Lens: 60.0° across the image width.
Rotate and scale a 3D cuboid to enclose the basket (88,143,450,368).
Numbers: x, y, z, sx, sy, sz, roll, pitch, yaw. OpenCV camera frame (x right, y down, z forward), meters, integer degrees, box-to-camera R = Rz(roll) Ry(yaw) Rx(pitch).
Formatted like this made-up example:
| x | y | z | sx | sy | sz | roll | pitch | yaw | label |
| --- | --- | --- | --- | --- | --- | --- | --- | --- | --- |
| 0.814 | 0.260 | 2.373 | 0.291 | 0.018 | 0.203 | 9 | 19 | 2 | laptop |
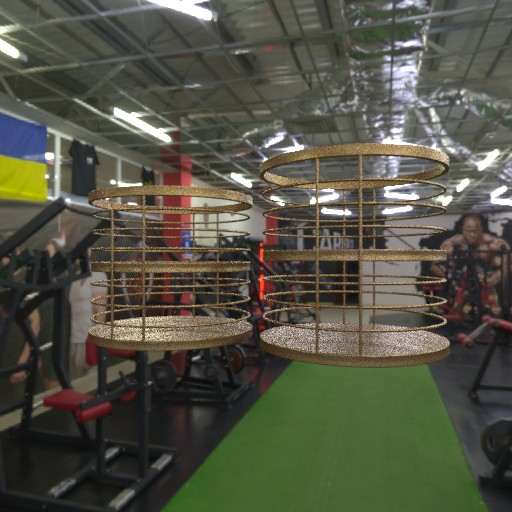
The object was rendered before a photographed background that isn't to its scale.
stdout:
| x | y | z | sx | sy | sz | roll | pitch | yaw | label |
| --- | --- | --- | --- | --- | --- | --- | --- | --- | --- |
| 0.000 | 0.000 | 0.929 | 0.746 | 0.351 | 0.356 | 0 | 0 | 18 | basket |
